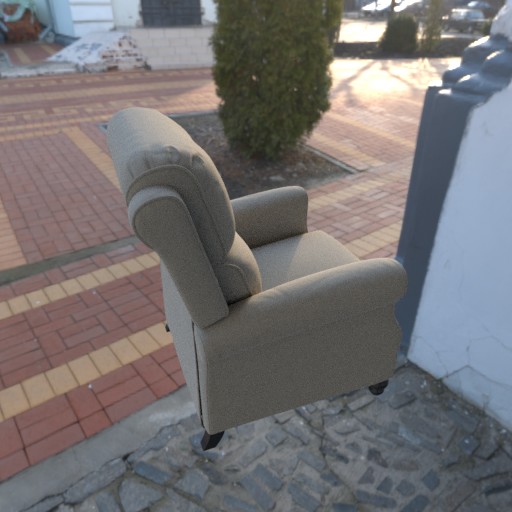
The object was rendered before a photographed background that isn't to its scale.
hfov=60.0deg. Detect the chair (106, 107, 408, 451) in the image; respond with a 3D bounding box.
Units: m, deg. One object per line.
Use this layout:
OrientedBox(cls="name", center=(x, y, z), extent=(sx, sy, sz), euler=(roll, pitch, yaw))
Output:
OrientedBox(cls="chair", center=(0.000, 0.000, 1.679), extent=(0.919, 1.046, 0.859), euler=(-10, 31, -18))
